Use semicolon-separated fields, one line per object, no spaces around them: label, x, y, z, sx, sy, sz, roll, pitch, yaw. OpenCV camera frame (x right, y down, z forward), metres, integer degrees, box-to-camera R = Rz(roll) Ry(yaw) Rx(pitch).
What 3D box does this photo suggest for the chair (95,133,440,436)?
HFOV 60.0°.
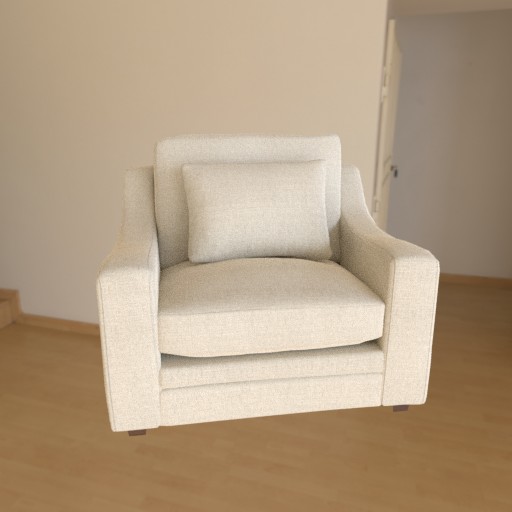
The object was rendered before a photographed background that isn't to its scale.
chair;0.000;0.000;1.921;1.178;1.016;1.009;-2;17;-8
